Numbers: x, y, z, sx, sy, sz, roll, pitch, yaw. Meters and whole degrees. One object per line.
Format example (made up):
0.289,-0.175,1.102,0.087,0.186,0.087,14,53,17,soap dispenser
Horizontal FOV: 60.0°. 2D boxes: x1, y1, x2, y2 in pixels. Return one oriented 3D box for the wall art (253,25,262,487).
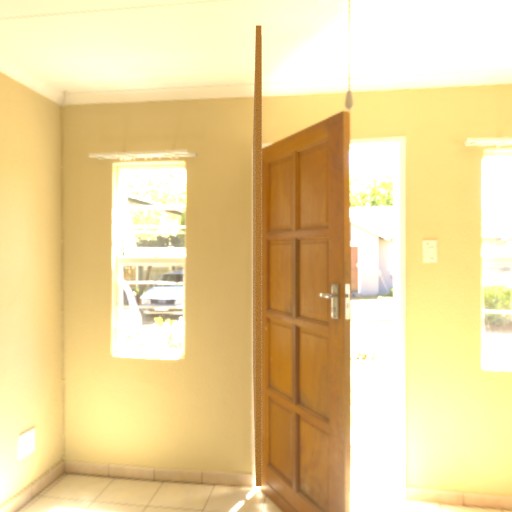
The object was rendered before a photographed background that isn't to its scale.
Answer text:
0.000,0.000,1.403,0.013,0.959,0.962,0,0,-1,wall art
